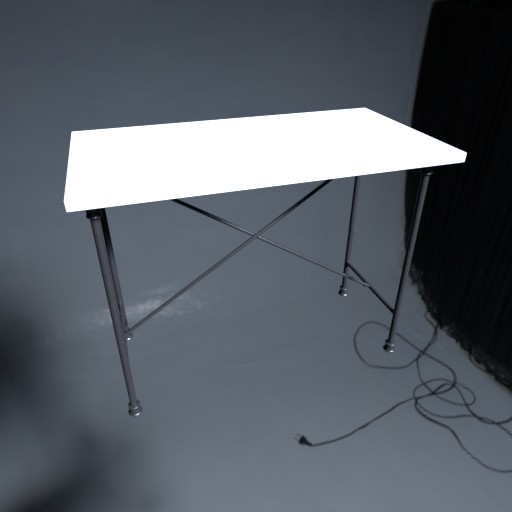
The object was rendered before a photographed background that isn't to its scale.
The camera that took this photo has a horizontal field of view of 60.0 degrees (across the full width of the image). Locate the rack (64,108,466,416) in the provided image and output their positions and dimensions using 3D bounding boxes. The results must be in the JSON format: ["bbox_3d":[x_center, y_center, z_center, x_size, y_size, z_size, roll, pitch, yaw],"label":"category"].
[{"bbox_3d":[0.000,0.000,1.682,1.159,0.880,0.613,-10,33,-15],"label":"rack"}]
